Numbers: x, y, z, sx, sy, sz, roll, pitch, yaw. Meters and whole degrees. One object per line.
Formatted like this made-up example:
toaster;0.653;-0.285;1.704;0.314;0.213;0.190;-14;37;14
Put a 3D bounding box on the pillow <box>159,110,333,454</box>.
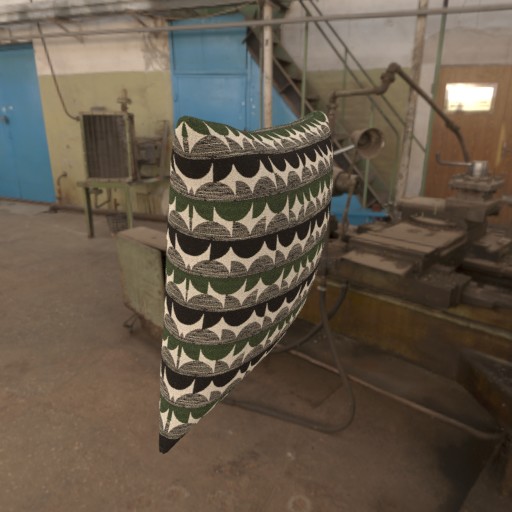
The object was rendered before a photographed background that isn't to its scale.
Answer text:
pillow;0.000;0.000;0.653;0.180;0.404;0.419;9;21;24
